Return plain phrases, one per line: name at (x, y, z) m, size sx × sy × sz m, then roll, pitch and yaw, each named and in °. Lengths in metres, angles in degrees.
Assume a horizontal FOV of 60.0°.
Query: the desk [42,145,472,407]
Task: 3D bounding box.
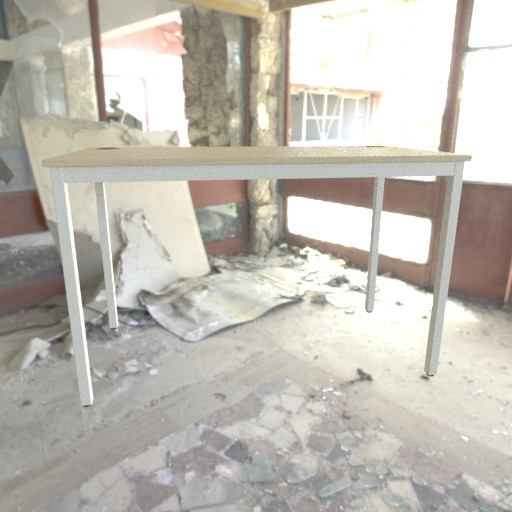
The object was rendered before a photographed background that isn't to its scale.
desk at (0.000, 0.000, 1.611) m, size 1.200 × 0.750 × 0.600 m, roll -2°, pitch 17°, yaw -8°
